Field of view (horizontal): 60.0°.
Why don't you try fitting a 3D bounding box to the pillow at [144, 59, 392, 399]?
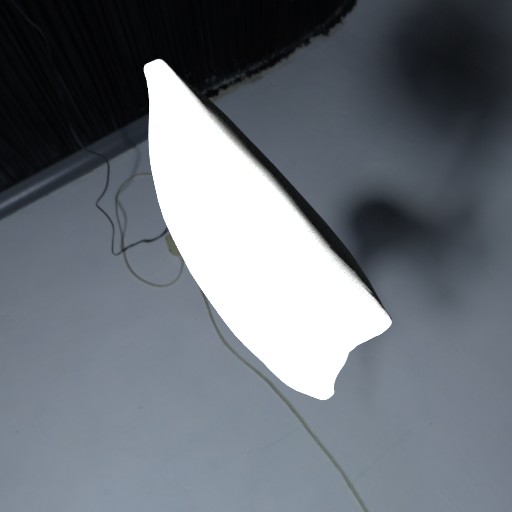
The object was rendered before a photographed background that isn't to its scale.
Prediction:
[{"bbox_3d":[0.000,0.000,0.770,0.219,0.491,0.496,-32,67,-15],"label":"pillow"}]
